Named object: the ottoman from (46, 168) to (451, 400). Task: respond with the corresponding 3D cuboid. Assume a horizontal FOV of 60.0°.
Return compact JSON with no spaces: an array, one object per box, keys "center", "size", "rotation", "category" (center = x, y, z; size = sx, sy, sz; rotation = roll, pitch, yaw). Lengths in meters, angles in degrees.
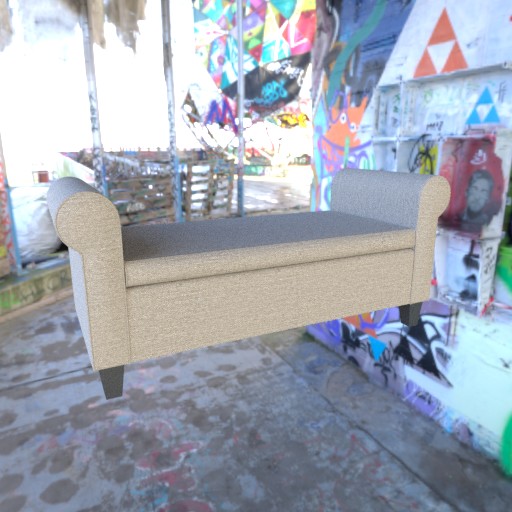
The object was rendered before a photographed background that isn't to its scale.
[{"center":[0.000,0.000,1.530],"size":[1.256,0.547,0.521],"rotation":[-7,16,-26],"category":"ottoman"}]
